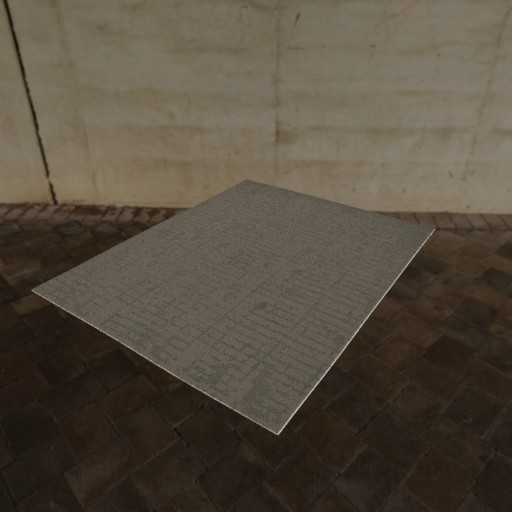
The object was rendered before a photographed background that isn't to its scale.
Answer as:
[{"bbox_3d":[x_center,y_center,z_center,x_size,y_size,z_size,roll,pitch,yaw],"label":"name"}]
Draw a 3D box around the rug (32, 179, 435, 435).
[{"bbox_3d":[0.000,0.000,4.158,2.447,0.014,3.061,20,36,29],"label":"rug"}]
